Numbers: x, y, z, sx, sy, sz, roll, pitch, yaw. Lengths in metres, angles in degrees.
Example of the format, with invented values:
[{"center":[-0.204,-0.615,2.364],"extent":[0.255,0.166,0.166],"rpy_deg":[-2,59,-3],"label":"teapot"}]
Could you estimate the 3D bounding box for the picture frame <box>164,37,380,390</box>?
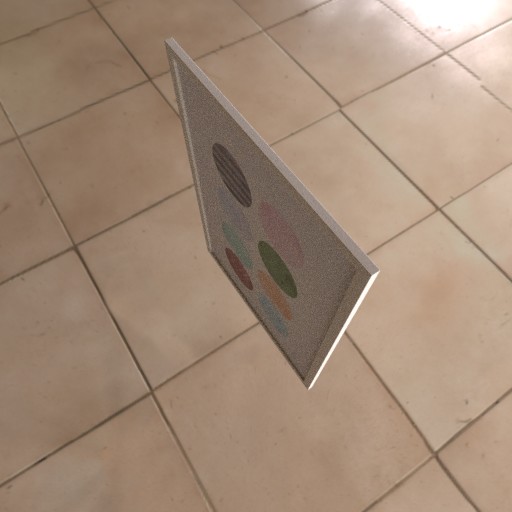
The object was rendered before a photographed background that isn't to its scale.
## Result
[{"center":[0.000,0.000,0.855],"extent":[0.013,0.657,0.457],"rpy_deg":[-31,67,-15],"label":"picture frame"}]
